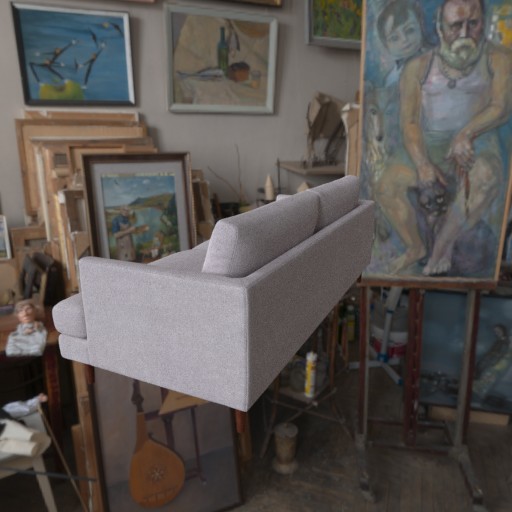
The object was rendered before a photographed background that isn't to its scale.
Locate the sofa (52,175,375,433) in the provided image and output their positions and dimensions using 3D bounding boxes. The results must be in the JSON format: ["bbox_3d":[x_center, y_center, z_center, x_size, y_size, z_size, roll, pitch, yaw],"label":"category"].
[{"bbox_3d":[0.000,0.000,2.788,1.020,0.868,2.250,8,17,25],"label":"sofa"}]
